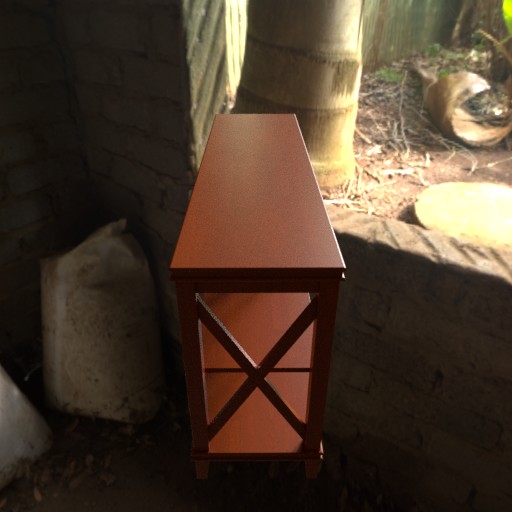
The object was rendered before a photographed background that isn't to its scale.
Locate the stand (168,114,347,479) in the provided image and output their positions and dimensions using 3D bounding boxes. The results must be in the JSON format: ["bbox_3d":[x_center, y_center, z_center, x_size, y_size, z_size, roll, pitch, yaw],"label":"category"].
[{"bbox_3d":[0.000,0.000,1.727,0.381,0.762,1.372,0,31,0],"label":"stand"}]
